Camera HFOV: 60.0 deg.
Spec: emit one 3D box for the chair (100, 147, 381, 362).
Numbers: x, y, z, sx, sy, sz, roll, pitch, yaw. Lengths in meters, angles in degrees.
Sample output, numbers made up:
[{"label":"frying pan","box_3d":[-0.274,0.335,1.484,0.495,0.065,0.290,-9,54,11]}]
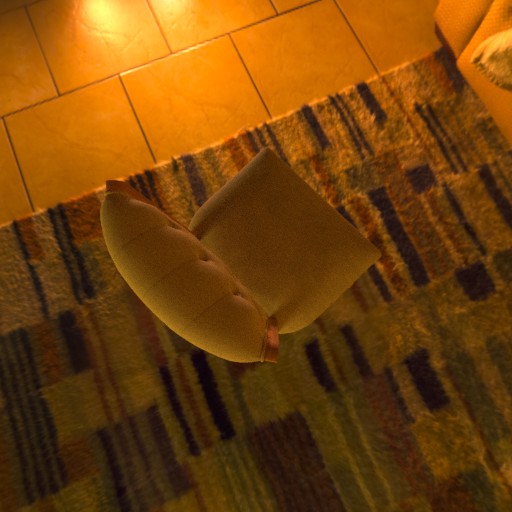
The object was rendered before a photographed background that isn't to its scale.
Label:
[{"label":"chair","box_3d":[0.000,0.000,1.285,0.584,0.905,0.513,-43,79,-10]}]
